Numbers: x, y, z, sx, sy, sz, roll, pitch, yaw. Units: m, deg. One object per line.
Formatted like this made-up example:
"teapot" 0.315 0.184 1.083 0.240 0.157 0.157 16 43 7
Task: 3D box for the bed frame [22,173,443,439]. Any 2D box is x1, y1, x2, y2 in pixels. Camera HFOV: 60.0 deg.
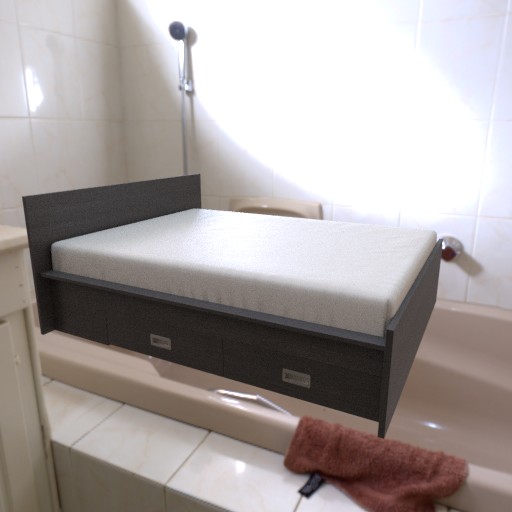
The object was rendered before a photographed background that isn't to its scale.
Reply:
"bed frame" 0.000 0.000 2.712 1.960 0.800 1.622 8 17 27
